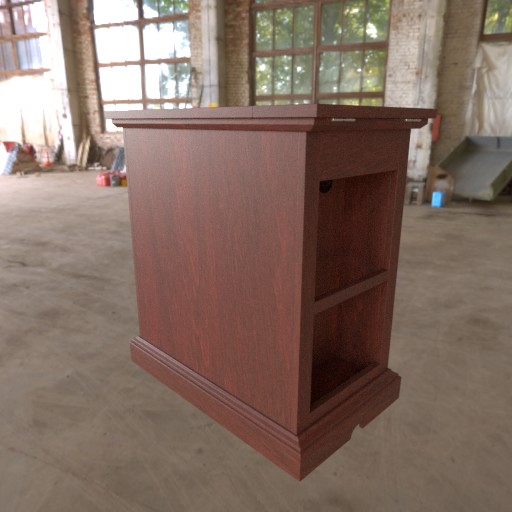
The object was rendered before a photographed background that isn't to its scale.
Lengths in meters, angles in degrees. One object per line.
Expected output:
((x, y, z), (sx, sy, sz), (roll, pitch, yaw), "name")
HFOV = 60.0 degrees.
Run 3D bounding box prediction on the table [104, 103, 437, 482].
((0.000, 0.000, 0.978), (0.356, 0.612, 0.584), (-16, 23, -42), "table")
